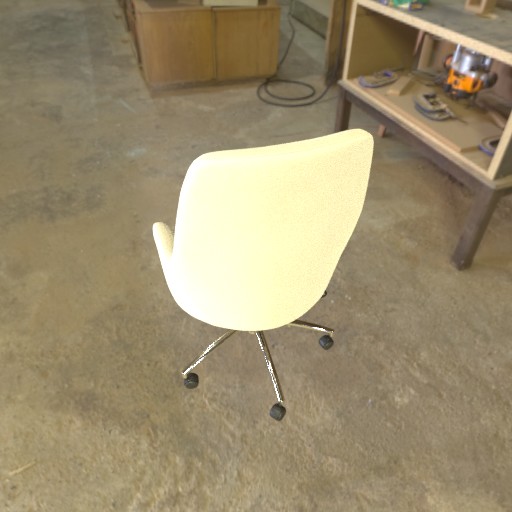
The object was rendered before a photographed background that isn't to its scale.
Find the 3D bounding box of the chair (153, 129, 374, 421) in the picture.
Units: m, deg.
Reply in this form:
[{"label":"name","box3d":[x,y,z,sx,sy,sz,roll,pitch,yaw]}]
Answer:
[{"label":"chair","box3d":[0.000,0.000,1.457,0.620,1.049,0.640,-13,44,-14]}]
